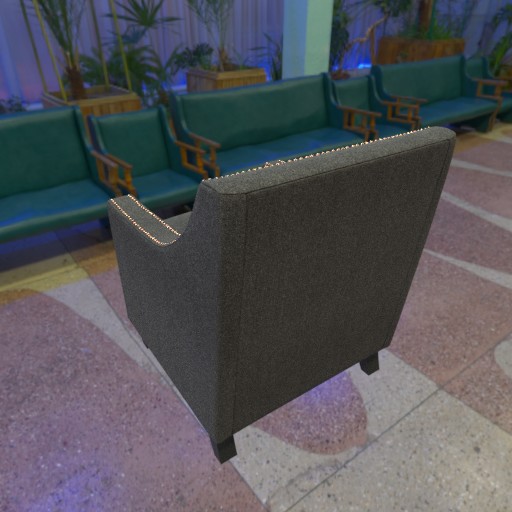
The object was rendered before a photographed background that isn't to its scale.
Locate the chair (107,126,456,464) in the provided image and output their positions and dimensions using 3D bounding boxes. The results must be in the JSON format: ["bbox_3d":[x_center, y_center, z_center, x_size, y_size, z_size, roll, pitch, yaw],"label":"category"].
[{"bbox_3d":[0.000,0.000,1.572,0.776,0.967,0.884,-19,36,-29],"label":"chair"}]
